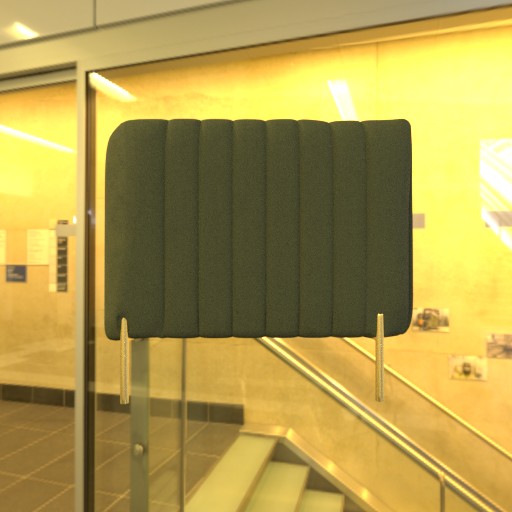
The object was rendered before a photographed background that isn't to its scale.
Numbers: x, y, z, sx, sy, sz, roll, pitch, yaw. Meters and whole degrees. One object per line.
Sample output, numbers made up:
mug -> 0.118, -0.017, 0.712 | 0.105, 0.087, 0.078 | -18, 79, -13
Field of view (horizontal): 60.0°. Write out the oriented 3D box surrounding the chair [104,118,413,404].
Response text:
chair -> 0.000, 0.000, 1.684 | 0.877, 0.794, 1.032 | 0, -1, -1
